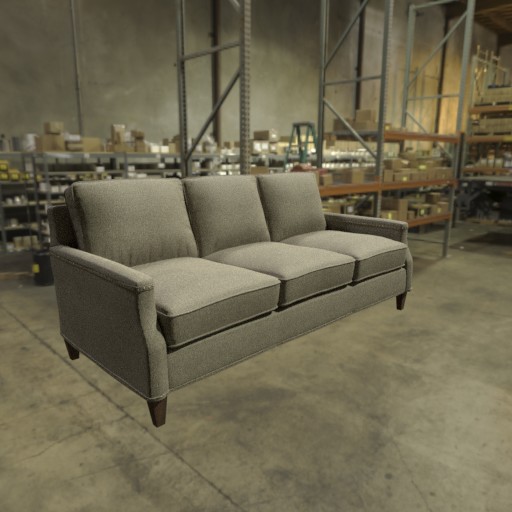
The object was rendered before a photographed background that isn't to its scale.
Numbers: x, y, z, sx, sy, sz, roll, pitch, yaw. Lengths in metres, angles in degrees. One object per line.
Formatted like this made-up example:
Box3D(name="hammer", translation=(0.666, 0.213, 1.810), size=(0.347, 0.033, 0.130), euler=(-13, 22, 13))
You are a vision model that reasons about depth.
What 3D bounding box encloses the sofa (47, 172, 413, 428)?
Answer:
Box3D(name="sofa", translation=(0.000, 0.000, 2.847), size=(2.246, 1.003, 1.084), euler=(-12, 18, -43))
